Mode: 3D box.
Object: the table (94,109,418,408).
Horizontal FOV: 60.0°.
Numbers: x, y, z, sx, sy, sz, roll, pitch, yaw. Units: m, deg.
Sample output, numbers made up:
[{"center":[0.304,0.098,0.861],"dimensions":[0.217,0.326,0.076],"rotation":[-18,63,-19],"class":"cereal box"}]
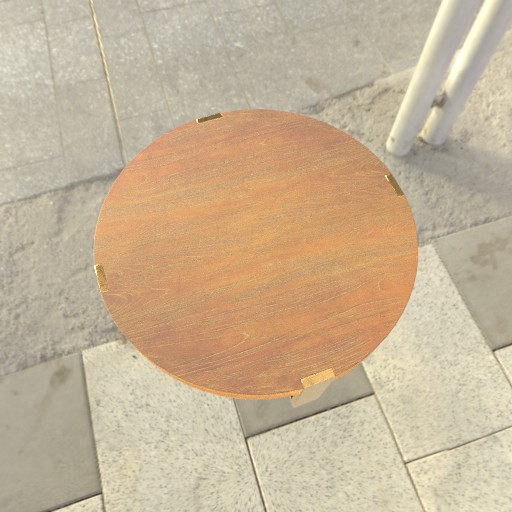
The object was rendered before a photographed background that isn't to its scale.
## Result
[{"center":[0.000,0.000,1.714],"dimensions":[1.100,0.420,1.100],"rotation":[0,64,0],"class":"table"}]
